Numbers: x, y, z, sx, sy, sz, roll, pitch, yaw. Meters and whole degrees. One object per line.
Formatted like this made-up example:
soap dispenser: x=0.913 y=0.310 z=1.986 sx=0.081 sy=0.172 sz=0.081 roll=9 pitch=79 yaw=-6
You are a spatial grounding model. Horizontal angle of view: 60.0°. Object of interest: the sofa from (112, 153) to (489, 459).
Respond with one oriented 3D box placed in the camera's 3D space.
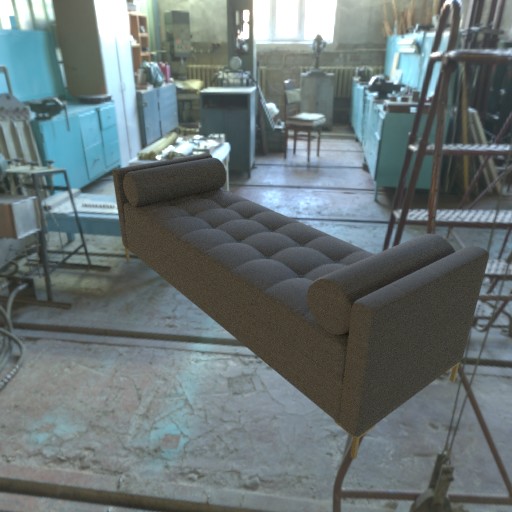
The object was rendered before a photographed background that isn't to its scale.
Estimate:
sofa: x=0.000 y=0.000 z=2.292 sx=0.686 sy=0.635 sz=1.981 roll=-19 pitch=32 yaw=-33
